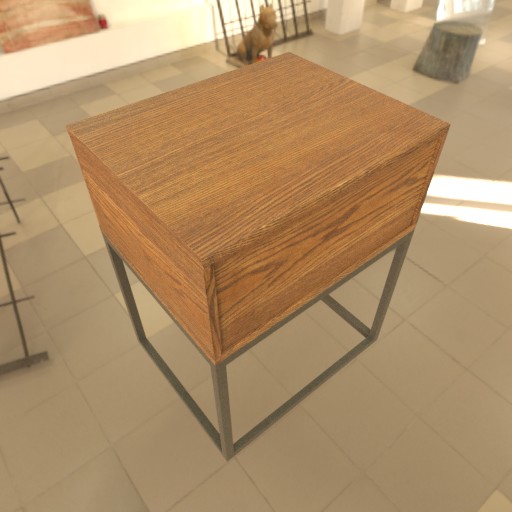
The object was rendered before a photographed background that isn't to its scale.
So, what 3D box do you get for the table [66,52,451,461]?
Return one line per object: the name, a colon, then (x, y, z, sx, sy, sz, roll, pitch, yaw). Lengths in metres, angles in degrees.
table: (0.000, 0.000, 0.930, 0.482, 0.610, 0.400, -30, 53, -26)
